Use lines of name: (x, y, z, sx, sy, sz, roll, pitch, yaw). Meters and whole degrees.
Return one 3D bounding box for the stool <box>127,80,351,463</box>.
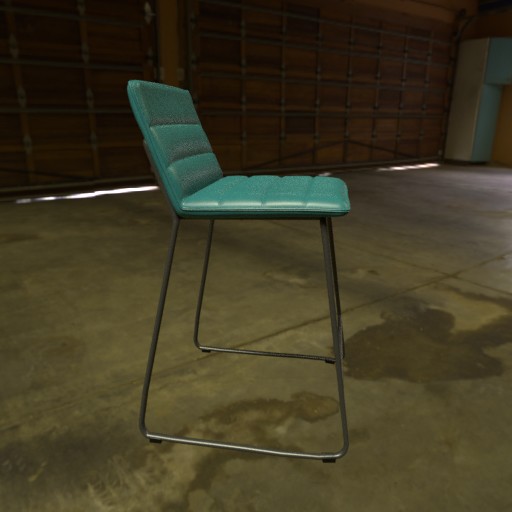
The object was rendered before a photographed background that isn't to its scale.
stool: (0.000, 0.000, 1.189, 0.524, 0.866, 0.489, 3, 17, 9)
